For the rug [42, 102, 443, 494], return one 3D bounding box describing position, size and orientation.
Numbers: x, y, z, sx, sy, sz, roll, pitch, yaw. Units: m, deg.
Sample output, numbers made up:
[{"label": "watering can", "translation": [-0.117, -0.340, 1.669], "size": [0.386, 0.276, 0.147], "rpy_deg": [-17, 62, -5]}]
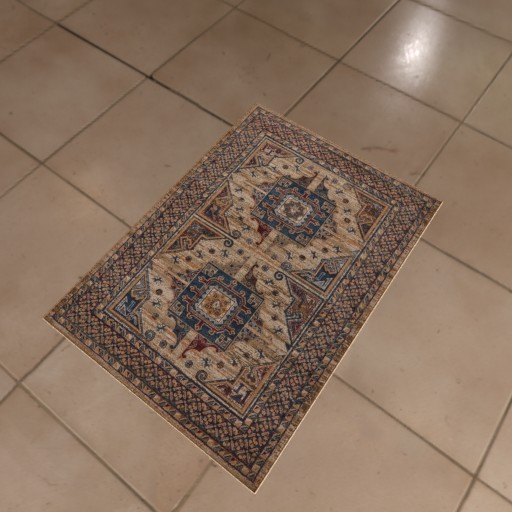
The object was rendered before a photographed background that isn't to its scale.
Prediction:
[{"label": "rug", "translation": [0.000, 0.000, 2.900], "size": [1.611, 0.008, 2.227], "rpy_deg": [33, 68, 16]}]
